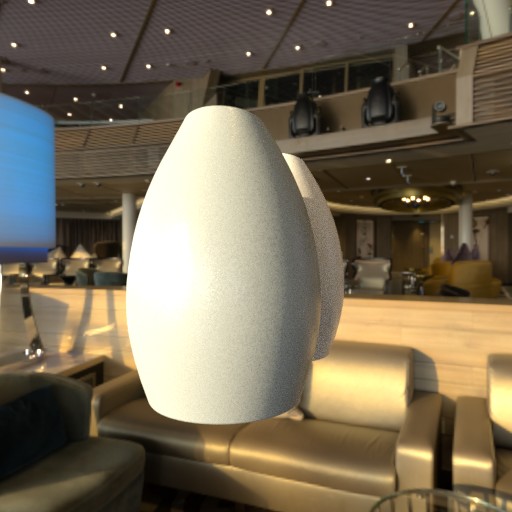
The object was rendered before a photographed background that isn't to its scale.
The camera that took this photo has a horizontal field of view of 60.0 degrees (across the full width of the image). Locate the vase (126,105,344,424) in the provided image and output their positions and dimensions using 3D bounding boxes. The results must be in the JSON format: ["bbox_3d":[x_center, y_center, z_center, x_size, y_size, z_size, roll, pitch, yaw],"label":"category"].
[{"bbox_3d":[0.000,0.000,0.255,0.089,0.131,0.187,0,1,17],"label":"vase"}]
